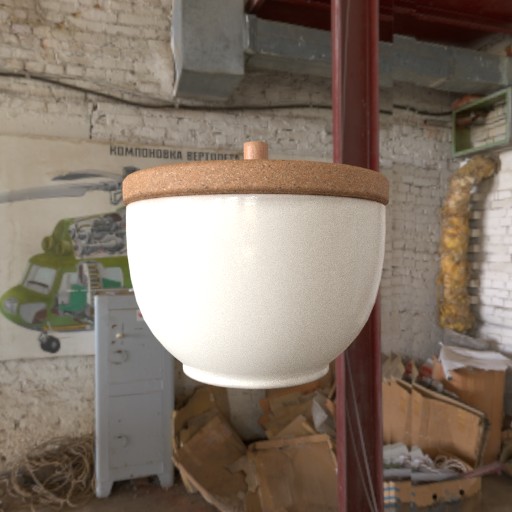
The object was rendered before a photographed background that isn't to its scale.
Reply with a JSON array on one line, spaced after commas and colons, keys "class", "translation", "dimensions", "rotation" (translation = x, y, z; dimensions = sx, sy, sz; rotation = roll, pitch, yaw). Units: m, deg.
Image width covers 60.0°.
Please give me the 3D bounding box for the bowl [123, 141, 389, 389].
[{"class": "bowl", "translation": [0.000, 0.000, 0.220], "dimensions": [0.126, 0.110, 0.126], "rotation": [0, 1, 0]}]
